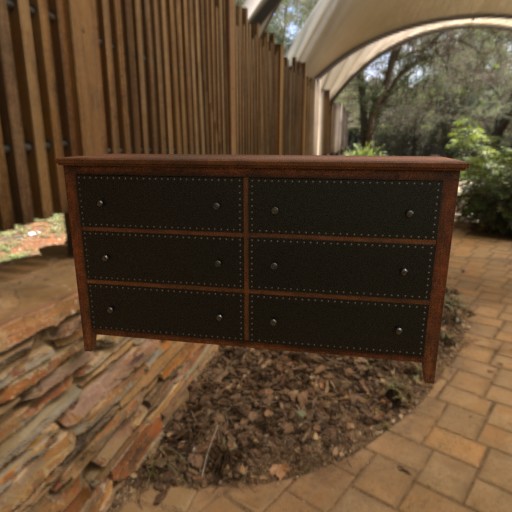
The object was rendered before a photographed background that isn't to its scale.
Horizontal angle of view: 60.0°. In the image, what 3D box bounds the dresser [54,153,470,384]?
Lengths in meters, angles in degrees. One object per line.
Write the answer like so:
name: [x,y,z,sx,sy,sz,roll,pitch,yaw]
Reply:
dresser: [0.000,0.000,1.956,1.551,0.856,0.463,3,16,10]
